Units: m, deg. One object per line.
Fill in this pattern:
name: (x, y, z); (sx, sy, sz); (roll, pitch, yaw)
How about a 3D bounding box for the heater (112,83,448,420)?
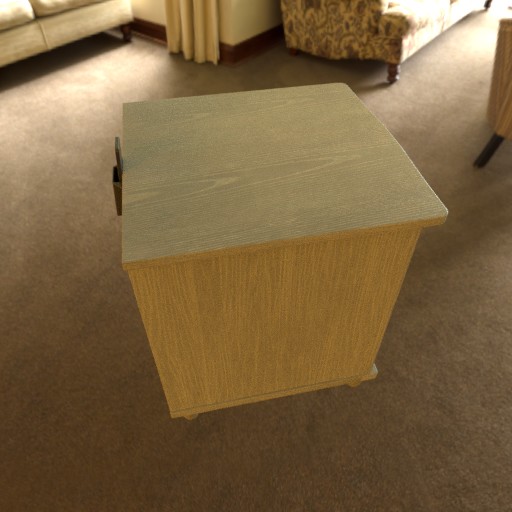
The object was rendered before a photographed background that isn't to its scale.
heater: (0.000, 0.000, 0.754); (0.400, 0.481, 0.362); (-8, 46, -8)
